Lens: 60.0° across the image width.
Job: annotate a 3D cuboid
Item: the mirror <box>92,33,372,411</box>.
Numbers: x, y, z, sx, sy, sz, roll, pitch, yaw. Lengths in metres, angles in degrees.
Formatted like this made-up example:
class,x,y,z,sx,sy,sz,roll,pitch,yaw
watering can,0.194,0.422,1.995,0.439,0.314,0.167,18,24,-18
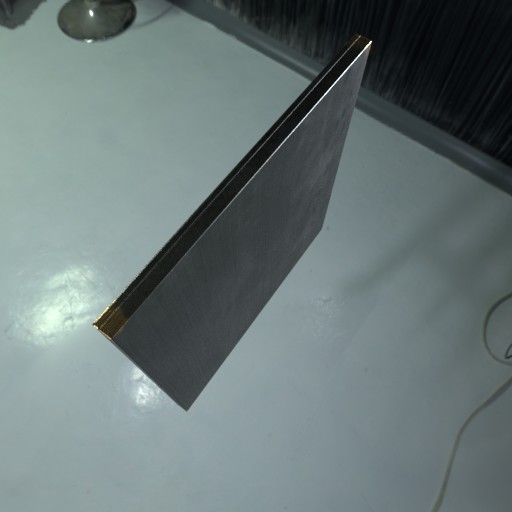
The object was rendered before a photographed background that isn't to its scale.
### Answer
class,x,y,z,sx,sy,sz,roll,pitch,yaw
mirror,0.000,0.000,0.554,0.020,0.381,0.382,32,68,15
